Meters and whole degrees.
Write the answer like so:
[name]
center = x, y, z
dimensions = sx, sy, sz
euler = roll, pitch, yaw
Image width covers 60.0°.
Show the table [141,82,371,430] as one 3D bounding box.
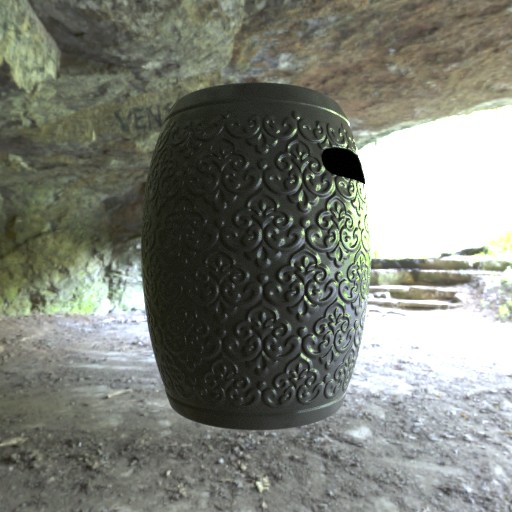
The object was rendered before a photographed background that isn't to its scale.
[table]
center = 0.000, 0.000, 0.614
dimensions = 0.309, 0.397, 0.309
euler = 0, 0, 0
